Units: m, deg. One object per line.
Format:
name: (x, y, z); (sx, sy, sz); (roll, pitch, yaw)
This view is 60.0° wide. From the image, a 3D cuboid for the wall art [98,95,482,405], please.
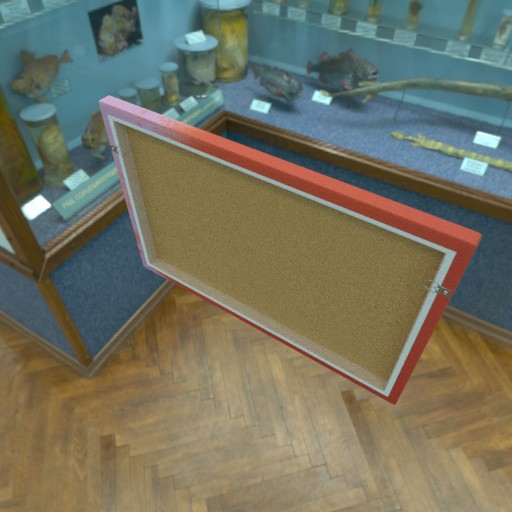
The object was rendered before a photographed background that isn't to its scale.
wall art: (0.000, 0.000, 1.147); (0.913, 0.609, 0.040); (26, 52, 22)
